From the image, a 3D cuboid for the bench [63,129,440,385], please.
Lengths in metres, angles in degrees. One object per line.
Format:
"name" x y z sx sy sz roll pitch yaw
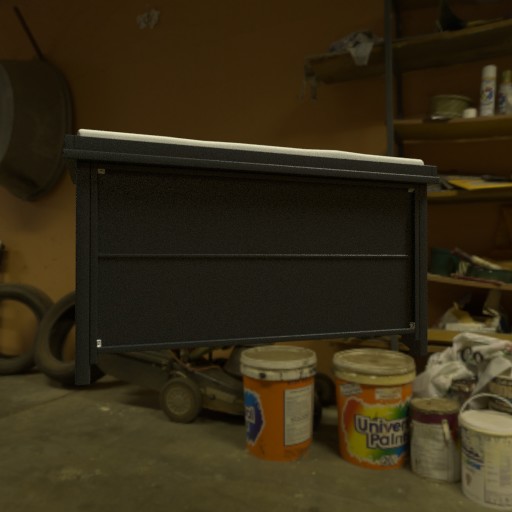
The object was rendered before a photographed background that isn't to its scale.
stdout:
"bench" 0.000 0.000 1.244 0.973 0.561 0.345 0 -1 -19
